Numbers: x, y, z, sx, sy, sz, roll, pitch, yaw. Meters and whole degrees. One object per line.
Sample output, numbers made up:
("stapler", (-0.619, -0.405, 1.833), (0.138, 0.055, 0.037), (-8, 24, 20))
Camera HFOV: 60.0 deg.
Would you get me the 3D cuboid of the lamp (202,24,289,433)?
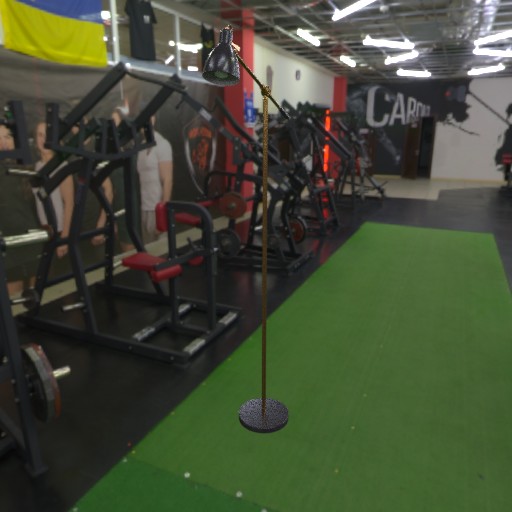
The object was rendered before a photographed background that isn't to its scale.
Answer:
("lamp", (0.000, 0.000, 1.798), (0.235, 1.628, 0.618), (8, 18, 25))
